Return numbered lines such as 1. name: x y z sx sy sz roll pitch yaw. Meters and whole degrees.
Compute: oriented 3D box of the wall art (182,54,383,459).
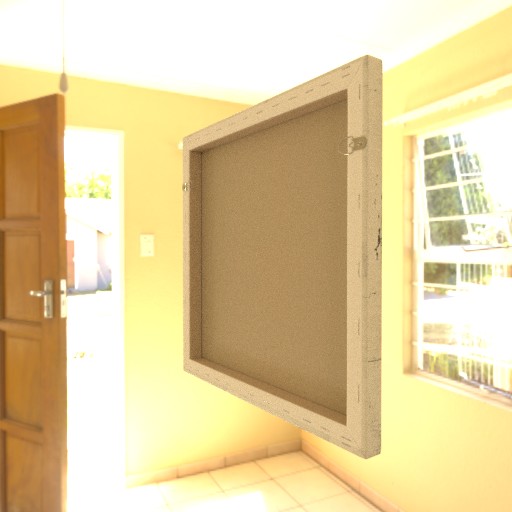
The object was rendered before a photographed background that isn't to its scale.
1. wall art: 0.000 0.000 0.918 0.040 0.611 0.610 -1 1 -36
